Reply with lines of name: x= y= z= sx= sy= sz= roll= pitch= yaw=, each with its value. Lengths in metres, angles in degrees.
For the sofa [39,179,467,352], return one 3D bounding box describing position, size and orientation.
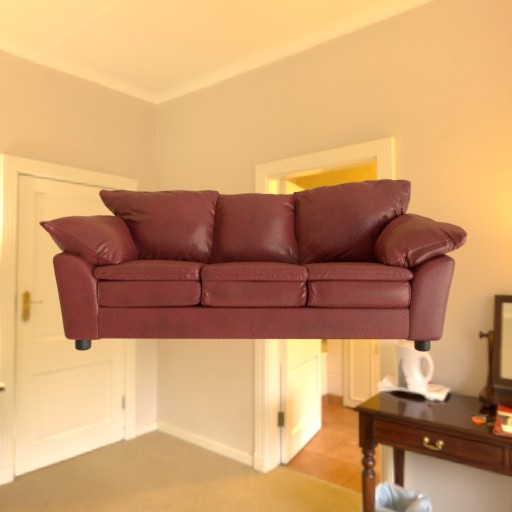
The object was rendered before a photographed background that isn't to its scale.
sofa: x=0.000 y=0.000 z=2.857 sx=2.390 sy=1.091 sz=0.907 roll=0 pitch=-2 yaw=1
